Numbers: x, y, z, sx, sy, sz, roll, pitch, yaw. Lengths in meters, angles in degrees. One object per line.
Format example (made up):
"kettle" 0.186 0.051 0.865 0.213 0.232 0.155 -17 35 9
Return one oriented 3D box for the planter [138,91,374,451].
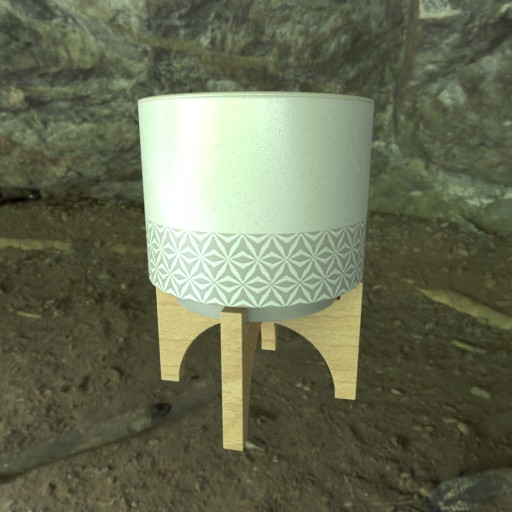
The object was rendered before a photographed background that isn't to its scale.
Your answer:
"planter" 0.000 0.000 0.397 0.188 0.260 0.188 0 15 0
